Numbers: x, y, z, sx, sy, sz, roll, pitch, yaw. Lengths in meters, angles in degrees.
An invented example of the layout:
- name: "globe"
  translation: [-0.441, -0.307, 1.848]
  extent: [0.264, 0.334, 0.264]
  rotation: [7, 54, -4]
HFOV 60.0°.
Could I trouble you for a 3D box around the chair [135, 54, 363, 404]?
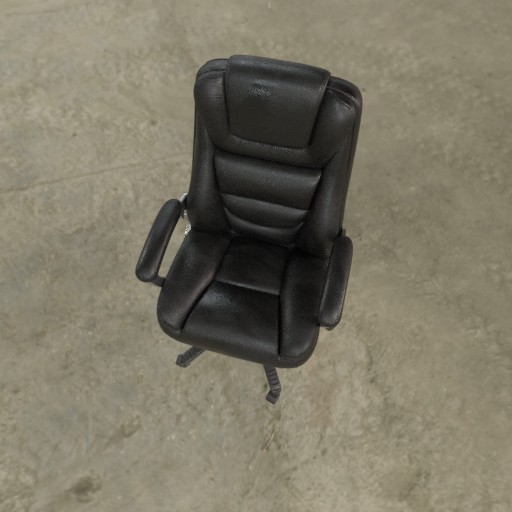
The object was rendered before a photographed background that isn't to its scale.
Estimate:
- name: "chair"
  translation: [0.000, 0.000, 1.498]
  extent: [0.697, 1.075, 0.689]
  rotation: [13, 60, 8]
